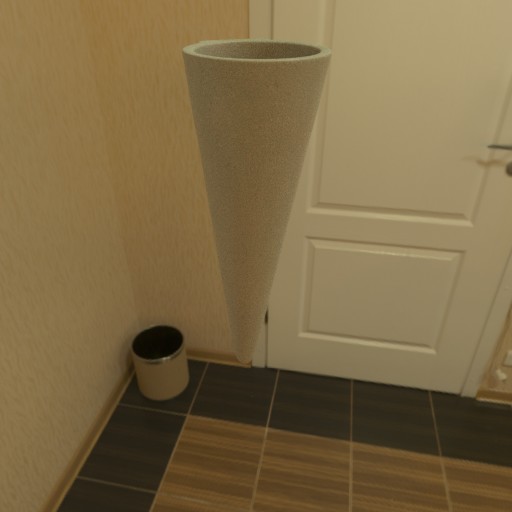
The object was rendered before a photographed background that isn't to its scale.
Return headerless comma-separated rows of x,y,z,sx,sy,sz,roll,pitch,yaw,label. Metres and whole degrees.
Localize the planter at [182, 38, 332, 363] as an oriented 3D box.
0.000,0.000,0.224,0.057,0.191,0.064,-10,33,-15,planter
